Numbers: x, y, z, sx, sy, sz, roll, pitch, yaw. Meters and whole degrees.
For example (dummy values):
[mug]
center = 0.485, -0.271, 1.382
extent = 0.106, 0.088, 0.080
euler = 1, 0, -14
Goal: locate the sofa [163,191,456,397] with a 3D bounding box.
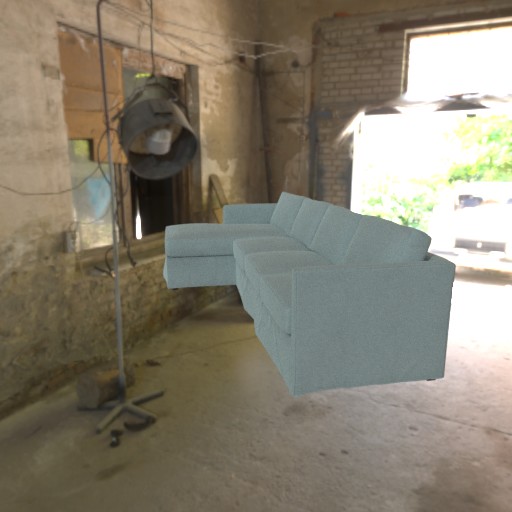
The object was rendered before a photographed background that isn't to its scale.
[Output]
[sofa]
center = 0.000, 0.000, 3.868
extent = 1.650, 0.922, 3.205
euler = -2, 13, -11
